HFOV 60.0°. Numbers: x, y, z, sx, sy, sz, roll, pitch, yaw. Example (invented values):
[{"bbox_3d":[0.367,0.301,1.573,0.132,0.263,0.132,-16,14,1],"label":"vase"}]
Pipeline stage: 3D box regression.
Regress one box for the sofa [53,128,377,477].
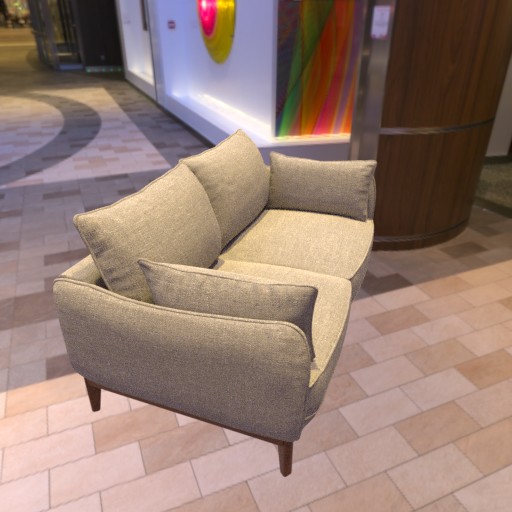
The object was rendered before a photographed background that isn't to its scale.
[{"bbox_3d":[0.000,0.000,2.080,0.972,0.851,1.580,10,31,18],"label":"sofa"}]
